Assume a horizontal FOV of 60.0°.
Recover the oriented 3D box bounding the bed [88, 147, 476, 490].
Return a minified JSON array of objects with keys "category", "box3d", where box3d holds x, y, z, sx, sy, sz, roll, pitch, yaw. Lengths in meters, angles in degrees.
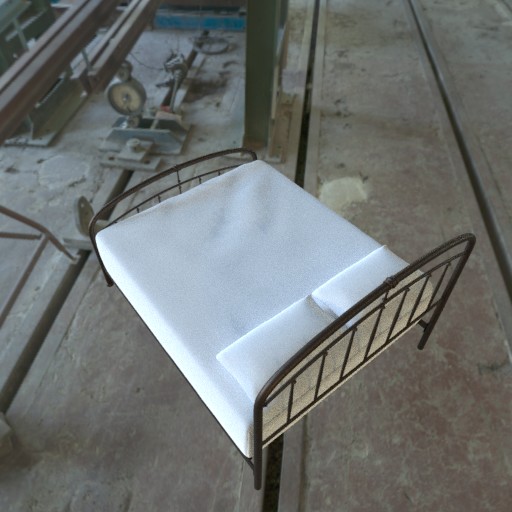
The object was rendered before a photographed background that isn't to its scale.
[{"category":"bed","box3d":[0.000,0.000,3.225,1.711,1.425,2.180,-30,53,-25]}]
